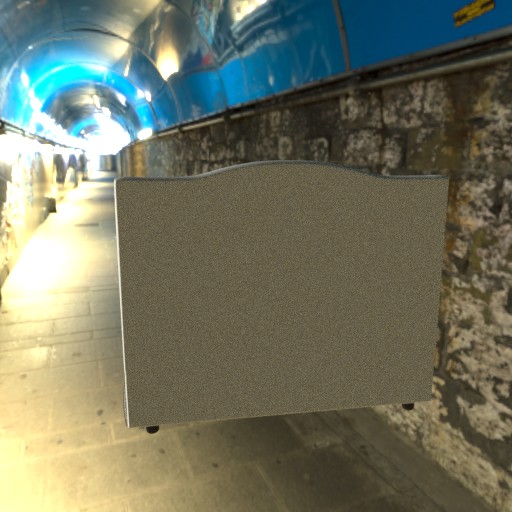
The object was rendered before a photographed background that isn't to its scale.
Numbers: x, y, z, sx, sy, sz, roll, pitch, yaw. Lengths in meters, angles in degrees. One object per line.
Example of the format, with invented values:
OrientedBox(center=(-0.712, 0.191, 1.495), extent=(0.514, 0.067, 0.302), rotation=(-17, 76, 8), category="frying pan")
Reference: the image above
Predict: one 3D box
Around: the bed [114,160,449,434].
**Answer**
OrientedBox(center=(0.000, 0.000, 3.411), extent=(1.821, 1.436, 2.282), rotation=(-2, 12, -9), category="bed")
